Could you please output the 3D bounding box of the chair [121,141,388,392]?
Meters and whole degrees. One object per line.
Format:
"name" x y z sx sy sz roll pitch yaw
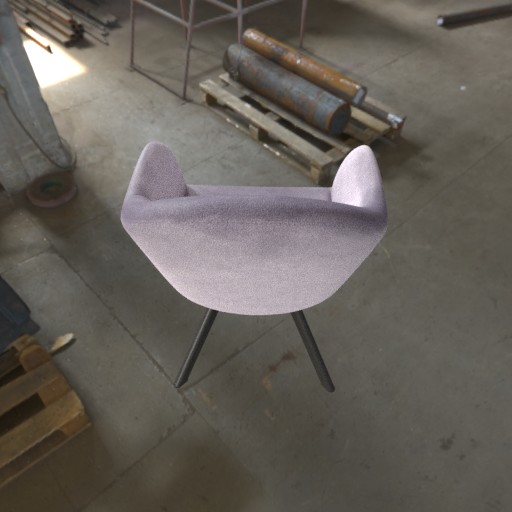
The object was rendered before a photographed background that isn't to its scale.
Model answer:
"chair" 0.000 0.000 1.134 0.570 0.780 0.540 1 49 1
